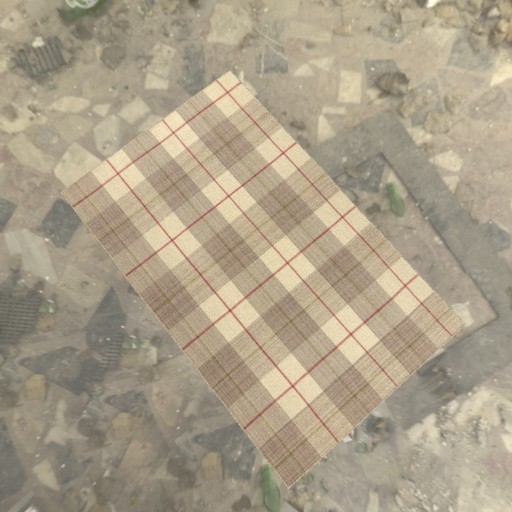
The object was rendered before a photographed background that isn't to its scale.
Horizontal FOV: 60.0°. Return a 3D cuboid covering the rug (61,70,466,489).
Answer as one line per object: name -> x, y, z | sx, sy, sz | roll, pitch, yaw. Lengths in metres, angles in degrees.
rug -> 0.000, 0.000, 2.999 | 1.549, 0.010, 2.464 | -39, 80, -9
